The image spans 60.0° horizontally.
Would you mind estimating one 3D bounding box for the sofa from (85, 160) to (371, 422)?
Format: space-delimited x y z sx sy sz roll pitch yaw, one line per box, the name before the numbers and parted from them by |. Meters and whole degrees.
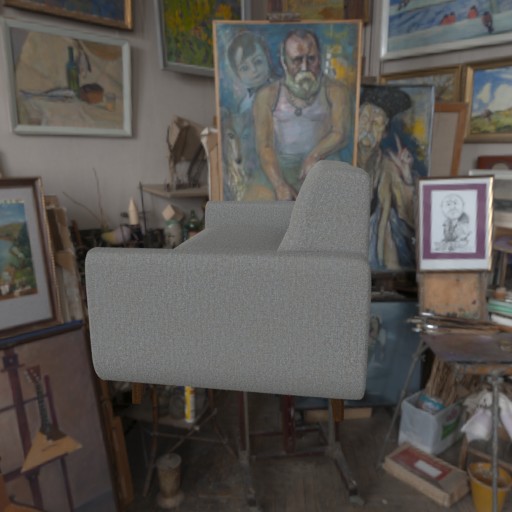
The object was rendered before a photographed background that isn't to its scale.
sofa | 0.000 0.000 2.207 0.952 0.925 1.651 2 13 8
